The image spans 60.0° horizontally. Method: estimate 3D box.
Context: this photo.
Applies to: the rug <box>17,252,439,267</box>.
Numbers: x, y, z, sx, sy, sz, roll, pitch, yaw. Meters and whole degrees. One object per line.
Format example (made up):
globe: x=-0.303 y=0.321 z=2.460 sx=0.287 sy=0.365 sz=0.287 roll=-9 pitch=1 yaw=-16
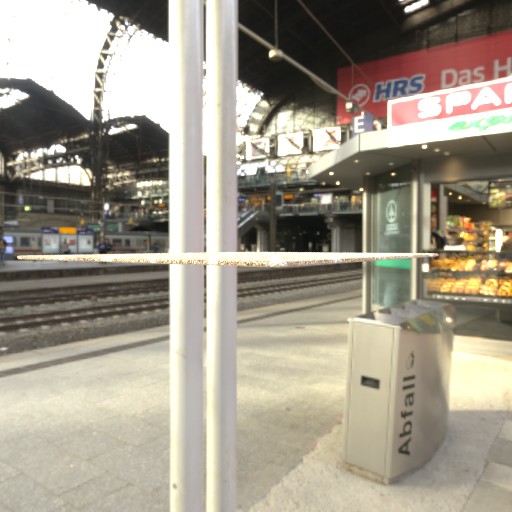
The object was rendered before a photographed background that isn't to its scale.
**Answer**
rug: x=0.000 y=0.000 z=3.995 sx=2.438 sy=0.029 sz=3.047 roll=1 pitch=1 yaw=35
